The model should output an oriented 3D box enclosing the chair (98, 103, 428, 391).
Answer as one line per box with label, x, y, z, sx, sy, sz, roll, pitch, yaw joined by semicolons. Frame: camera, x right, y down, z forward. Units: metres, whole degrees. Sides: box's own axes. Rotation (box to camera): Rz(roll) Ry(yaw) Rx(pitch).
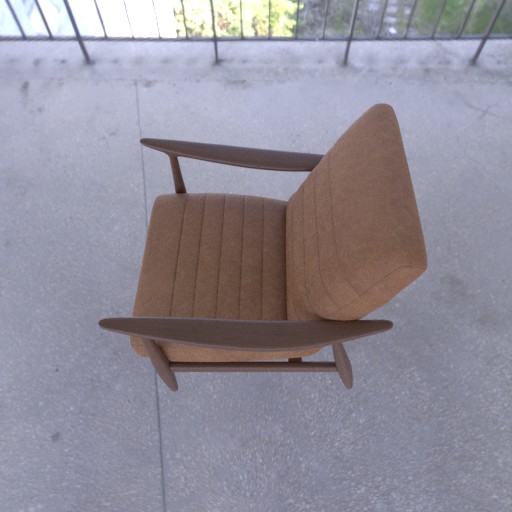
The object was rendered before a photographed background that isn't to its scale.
chair;0.000;0.000;1.469;0.798;0.832;0.741;1;58;1
